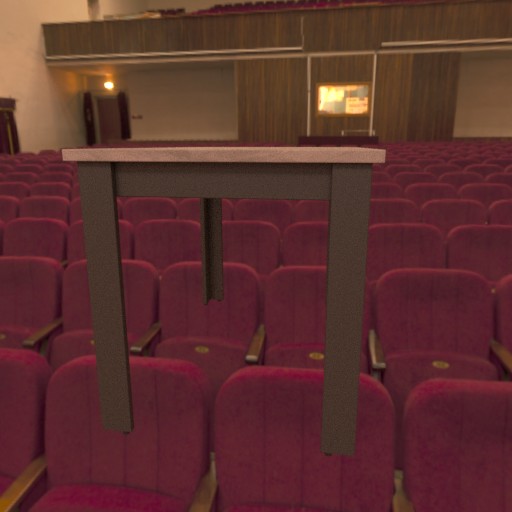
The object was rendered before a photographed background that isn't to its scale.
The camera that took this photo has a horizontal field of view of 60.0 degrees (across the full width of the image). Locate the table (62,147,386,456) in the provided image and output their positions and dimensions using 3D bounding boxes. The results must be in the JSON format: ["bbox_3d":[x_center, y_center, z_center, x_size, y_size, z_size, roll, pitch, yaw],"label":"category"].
[{"bbox_3d":[0.000,0.000,1.548,0.700,0.734,1.100,2,14,9],"label":"table"}]
